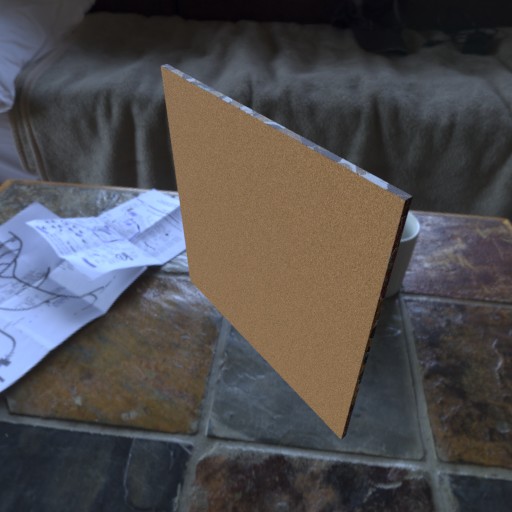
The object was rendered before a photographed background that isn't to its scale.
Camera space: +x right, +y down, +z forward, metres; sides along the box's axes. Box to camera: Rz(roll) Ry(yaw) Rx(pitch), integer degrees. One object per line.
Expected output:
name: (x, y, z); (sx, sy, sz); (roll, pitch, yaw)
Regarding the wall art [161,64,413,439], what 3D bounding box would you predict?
wall art: (0.000, 0.000, 0.613); (0.010, 0.406, 0.404); (-27, 48, -27)
